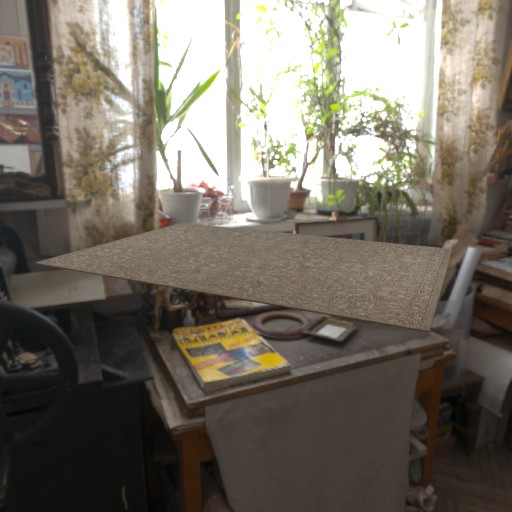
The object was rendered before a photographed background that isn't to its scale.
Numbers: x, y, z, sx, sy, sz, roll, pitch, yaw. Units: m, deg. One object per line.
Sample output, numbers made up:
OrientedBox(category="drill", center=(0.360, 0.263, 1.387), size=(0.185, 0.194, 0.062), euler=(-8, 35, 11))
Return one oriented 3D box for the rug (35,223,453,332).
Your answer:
OrientedBox(category="rug", center=(0.000, 0.000, 2.319), size=(1.827, 0.006, 1.221), euler=(7, 16, 25))
